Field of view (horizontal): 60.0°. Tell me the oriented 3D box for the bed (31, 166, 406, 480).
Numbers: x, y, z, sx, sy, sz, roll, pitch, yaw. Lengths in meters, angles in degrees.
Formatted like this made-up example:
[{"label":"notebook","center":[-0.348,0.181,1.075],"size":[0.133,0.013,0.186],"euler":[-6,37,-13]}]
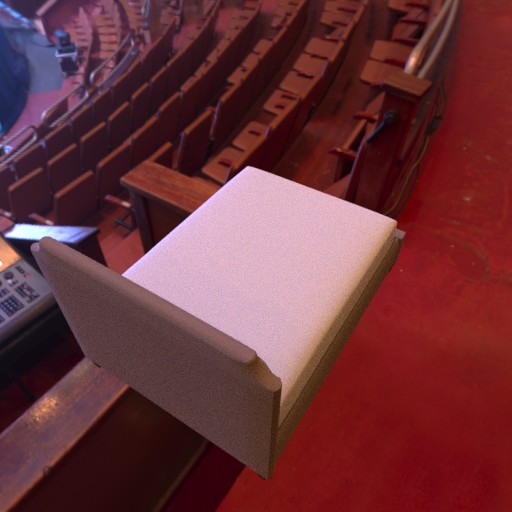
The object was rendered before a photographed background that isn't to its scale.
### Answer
[{"label":"bed","center":[0.000,0.000,3.396],"size":[1.713,1.443,2.372],"euler":[25,50,22]}]
